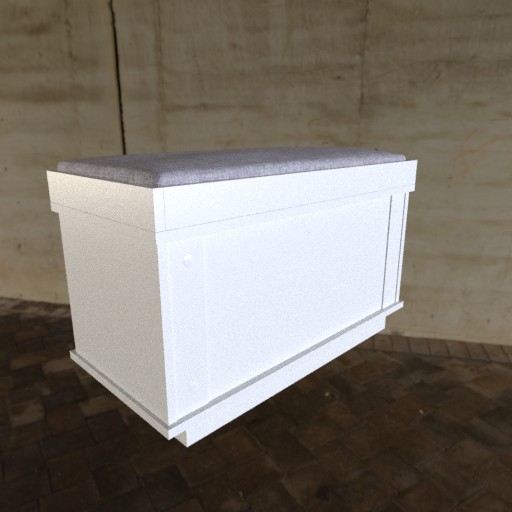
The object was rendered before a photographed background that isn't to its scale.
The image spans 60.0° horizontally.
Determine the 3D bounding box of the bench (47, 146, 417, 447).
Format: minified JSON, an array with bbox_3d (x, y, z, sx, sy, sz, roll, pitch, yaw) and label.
[{"bbox_3d":[0.000,0.000,0.993,0.734,0.461,0.362,-16,22,-43],"label":"bench"}]
